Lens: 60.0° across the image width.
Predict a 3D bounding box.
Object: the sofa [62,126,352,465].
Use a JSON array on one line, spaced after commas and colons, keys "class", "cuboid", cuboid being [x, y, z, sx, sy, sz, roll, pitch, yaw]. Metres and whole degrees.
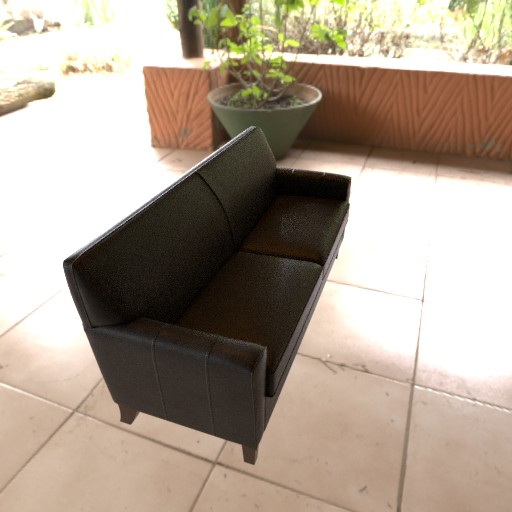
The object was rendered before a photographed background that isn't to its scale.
[{"class": "sofa", "cuboid": [0.000, 0.000, 2.580, 0.805, 0.947, 2.053, 11, 33, 17]}]
